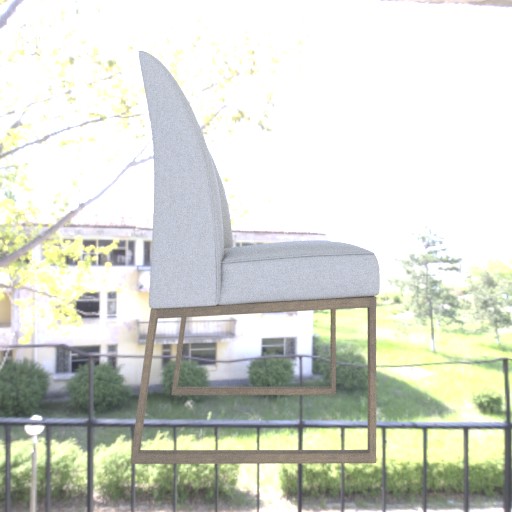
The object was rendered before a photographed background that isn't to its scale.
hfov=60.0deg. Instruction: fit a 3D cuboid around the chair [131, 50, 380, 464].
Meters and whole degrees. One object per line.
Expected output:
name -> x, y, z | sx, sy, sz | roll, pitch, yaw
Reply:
chair -> 0.000, 0.000, 1.156 | 0.522, 0.863, 0.508 | 0, 0, 0
